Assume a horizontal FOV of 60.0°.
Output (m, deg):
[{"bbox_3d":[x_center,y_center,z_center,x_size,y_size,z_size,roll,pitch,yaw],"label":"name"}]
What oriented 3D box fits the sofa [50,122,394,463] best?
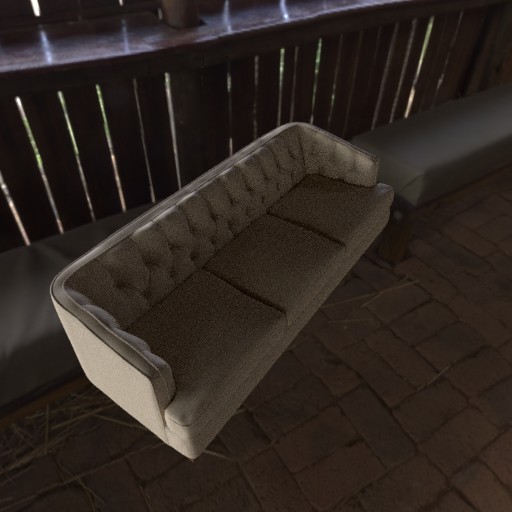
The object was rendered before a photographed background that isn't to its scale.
[{"bbox_3d":[0.000,0.000,2.738,0.913,0.788,2.235,25,48,26],"label":"sofa"}]
